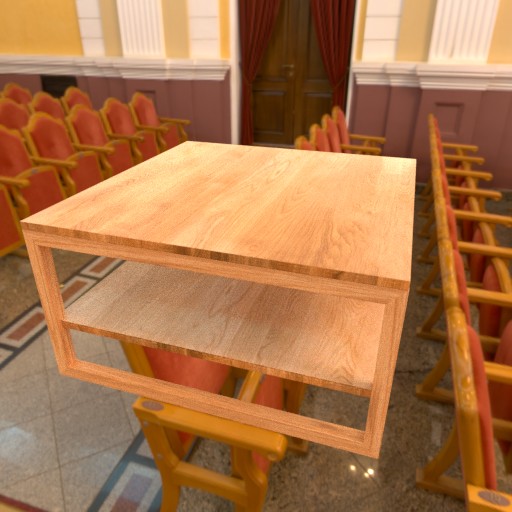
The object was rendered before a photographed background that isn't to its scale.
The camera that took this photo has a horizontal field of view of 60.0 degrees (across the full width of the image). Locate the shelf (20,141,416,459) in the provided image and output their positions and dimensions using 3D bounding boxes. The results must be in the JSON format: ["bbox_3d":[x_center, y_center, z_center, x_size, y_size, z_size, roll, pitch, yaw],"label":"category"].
[{"bbox_3d":[0.000,0.000,1.428,0.899,0.480,0.899,9,28,16],"label":"shelf"}]
